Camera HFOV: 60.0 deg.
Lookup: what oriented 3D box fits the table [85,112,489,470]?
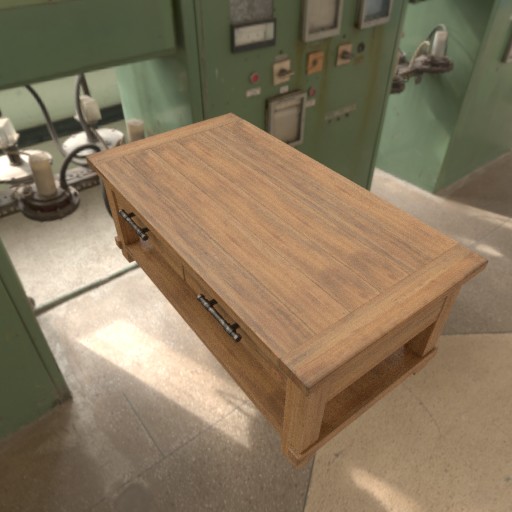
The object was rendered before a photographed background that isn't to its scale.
[{"bbox_3d":[0.000,0.000,1.627,0.693,0.494,1.270,-26,47,-27],"label":"table"}]
